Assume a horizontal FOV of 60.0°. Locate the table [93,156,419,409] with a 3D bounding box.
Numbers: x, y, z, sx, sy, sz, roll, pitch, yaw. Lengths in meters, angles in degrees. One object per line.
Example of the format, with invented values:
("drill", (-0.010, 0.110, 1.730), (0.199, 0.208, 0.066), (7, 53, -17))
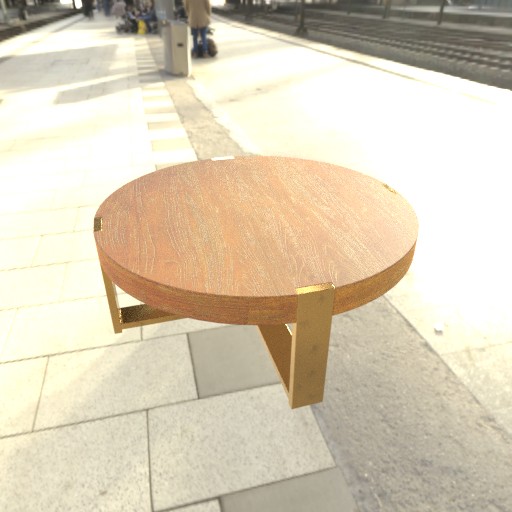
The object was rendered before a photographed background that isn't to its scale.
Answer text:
("table", (0.000, 0.000, 1.678), (1.100, 0.420, 1.100), (0, 31, 0))
